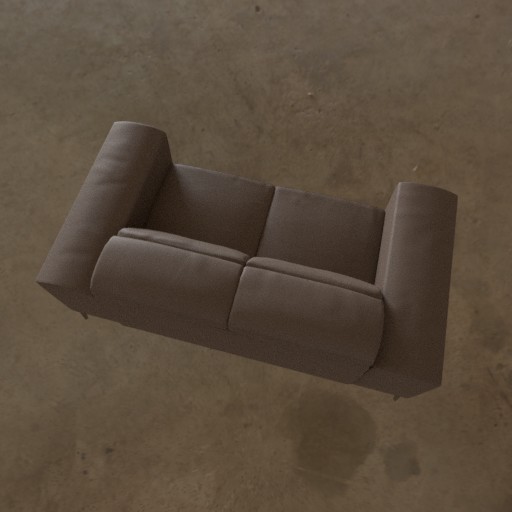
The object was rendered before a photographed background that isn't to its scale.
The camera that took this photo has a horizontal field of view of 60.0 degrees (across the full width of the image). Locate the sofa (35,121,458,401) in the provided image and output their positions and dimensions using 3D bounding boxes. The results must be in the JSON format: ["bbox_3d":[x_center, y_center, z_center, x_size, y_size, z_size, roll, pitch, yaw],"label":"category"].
[{"bbox_3d":[0.000,0.000,2.361,1.895,0.779,1.003,13,66,6],"label":"sofa"}]
